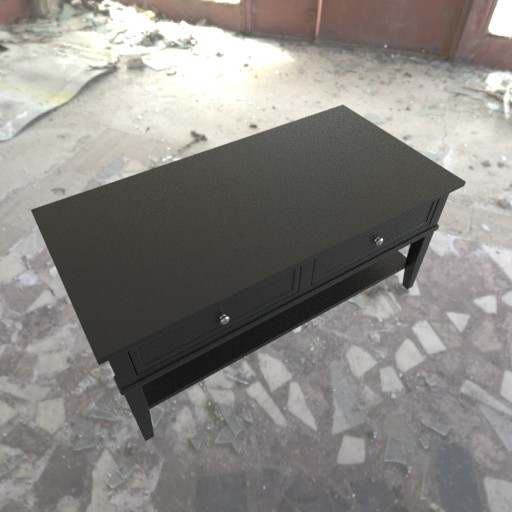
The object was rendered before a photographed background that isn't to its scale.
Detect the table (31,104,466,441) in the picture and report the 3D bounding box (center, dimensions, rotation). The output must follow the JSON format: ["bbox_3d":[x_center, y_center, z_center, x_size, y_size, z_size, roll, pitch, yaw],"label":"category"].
[{"bbox_3d":[0.000,0.000,1.352,1.044,0.470,0.523,-25,51,-22],"label":"table"}]
